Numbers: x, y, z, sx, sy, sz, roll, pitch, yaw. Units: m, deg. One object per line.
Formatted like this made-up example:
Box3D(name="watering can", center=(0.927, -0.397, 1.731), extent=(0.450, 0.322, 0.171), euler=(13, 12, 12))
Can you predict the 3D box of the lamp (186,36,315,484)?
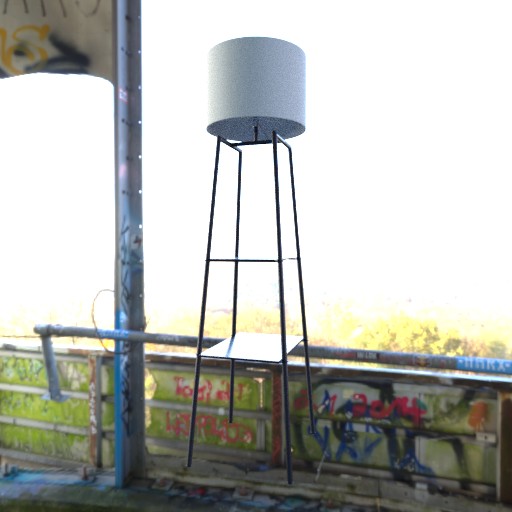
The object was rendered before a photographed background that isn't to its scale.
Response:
Box3D(name="lamp", center=(0.000, 0.000, 1.679), extent=(0.384, 1.474, 0.427), euler=(0, 1, 18))
